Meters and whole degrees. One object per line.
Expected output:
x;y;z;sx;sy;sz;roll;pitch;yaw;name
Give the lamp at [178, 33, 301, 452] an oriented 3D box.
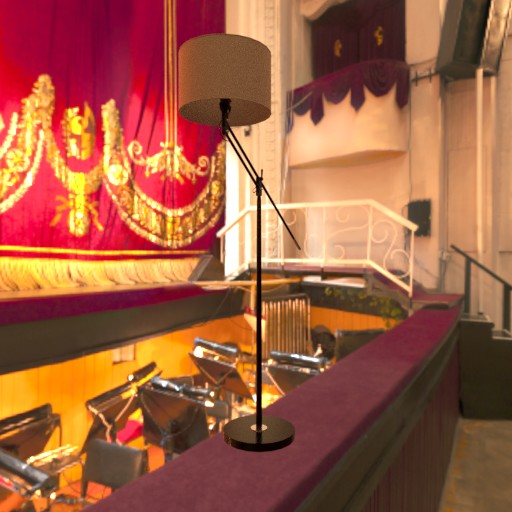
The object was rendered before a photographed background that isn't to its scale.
0.000;0.000;1.982;0.373;1.635;0.809;0;1;35;lamp
